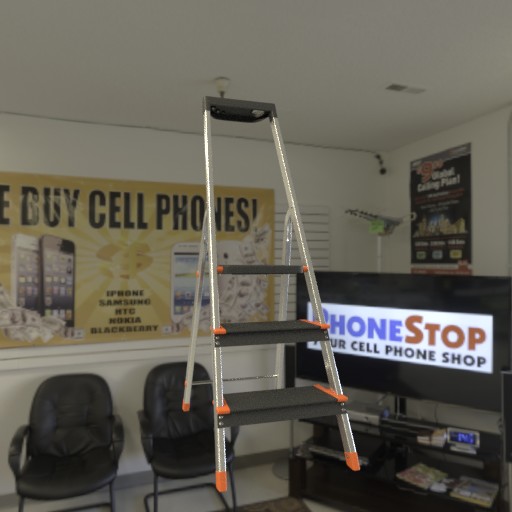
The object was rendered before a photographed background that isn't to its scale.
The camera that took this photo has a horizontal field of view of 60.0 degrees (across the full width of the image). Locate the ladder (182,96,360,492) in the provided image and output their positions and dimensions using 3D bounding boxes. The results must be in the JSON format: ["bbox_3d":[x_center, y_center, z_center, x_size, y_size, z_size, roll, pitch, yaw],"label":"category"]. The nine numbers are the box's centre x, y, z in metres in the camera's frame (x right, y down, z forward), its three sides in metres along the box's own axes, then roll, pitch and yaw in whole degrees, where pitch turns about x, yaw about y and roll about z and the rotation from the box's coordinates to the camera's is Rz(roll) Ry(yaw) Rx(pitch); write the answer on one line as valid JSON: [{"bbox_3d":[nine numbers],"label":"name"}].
[{"bbox_3d":[0.000,0.000,1.538,0.416,1.229,0.686,0,-1,-17],"label":"ladder"}]
